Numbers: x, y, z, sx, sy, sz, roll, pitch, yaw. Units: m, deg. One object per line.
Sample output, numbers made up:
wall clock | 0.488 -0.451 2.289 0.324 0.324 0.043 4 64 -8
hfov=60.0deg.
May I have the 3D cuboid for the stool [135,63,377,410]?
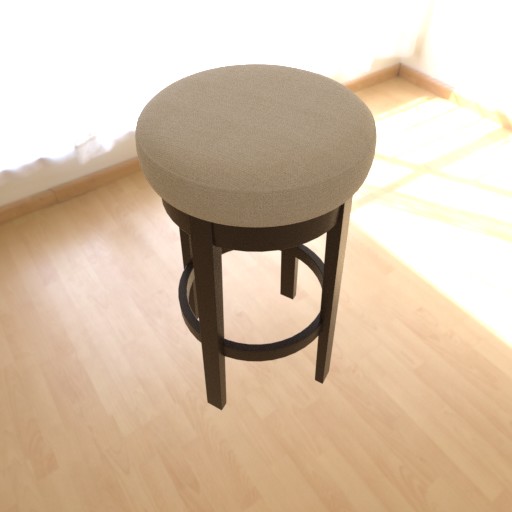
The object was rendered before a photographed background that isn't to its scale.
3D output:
stool | 0.000 0.000 1.036 0.446 0.758 0.446 0 46 0
